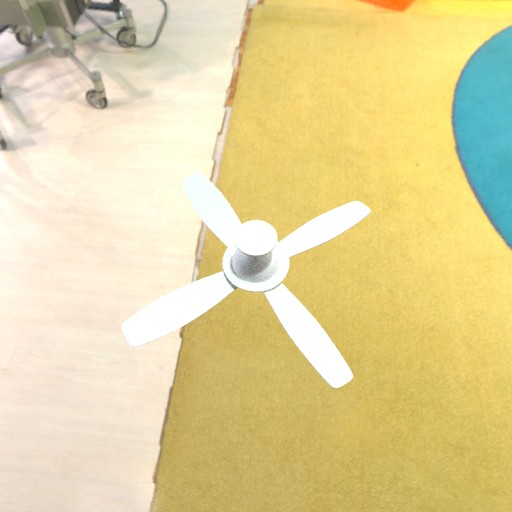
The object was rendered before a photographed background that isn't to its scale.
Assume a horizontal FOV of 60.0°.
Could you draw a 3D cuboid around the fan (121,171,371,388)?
[{"bbox_3d":[0.000,0.000,2.567,1.693,0.382,1.694,-28,62,-17],"label":"fan"}]
